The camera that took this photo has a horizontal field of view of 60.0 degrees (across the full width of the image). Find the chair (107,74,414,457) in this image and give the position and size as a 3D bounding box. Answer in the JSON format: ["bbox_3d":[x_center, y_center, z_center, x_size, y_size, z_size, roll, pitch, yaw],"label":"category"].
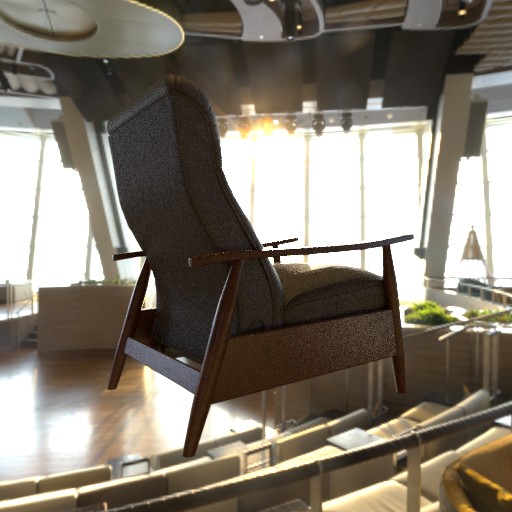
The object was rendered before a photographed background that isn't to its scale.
[{"bbox_3d":[0.000,0.000,1.777,1.014,1.081,0.762,-1,1,-35],"label":"chair"}]
